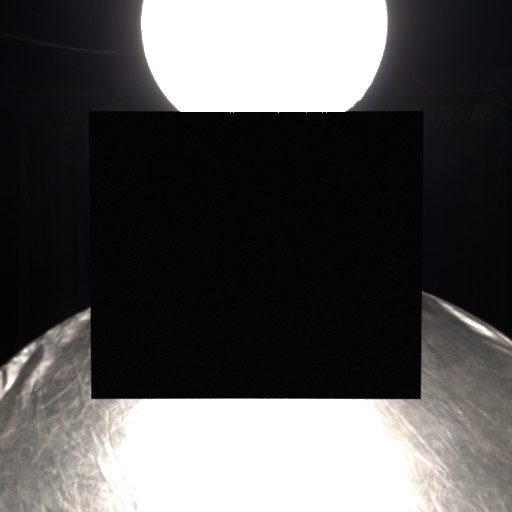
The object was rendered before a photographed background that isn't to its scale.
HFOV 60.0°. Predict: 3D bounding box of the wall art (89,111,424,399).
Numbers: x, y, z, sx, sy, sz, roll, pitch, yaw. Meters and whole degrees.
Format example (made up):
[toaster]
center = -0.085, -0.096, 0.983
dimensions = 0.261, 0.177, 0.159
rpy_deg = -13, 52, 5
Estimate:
[wall art]
center = 0.000, 0.000, 0.523
dimensions = 0.381, 0.330, 0.031
rpy_deg = 0, 1, 0
